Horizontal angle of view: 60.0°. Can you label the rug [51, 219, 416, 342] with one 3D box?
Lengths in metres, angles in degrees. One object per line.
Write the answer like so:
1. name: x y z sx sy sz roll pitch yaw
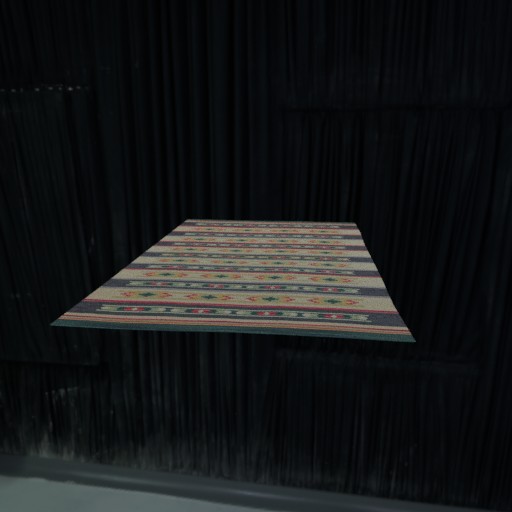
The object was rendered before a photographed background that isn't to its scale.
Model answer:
1. rug: 0.000 0.000 2.916 1.522 0.010 2.311 2 16 6
